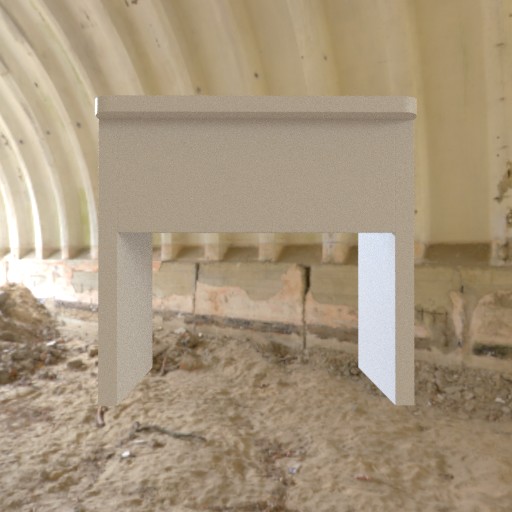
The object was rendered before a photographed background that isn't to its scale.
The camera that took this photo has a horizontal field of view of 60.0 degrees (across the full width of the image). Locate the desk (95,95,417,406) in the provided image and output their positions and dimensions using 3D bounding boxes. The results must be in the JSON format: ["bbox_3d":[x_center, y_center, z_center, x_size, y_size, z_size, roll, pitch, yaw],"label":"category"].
[{"bbox_3d":[0.000,0.000,1.274,0.790,0.760,0.446,0,0,0],"label":"desk"}]
